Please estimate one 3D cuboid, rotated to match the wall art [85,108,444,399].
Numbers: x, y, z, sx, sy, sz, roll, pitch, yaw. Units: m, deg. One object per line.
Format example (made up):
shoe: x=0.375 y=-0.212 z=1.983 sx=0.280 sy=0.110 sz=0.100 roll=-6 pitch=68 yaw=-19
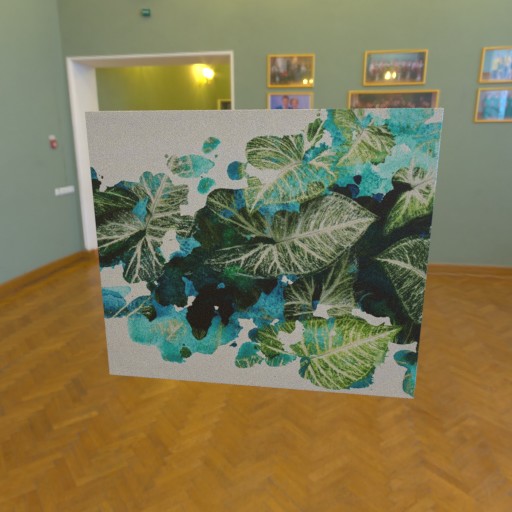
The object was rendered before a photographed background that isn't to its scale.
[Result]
wall art: x=0.000 y=0.000 z=0.696 sx=0.507 sy=0.435 sz=0.041 roll=2 pitch=15 yaw=8
